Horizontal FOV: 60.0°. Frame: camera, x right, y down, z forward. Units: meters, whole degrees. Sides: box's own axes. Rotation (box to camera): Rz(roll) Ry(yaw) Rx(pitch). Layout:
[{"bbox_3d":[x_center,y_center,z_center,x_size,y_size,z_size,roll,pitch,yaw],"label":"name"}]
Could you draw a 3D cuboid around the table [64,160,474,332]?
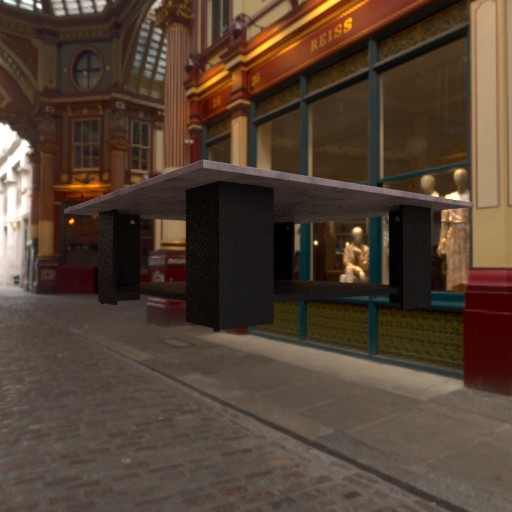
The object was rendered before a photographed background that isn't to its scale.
[{"bbox_3d":[0.000,0.000,1.353,0.890,0.305,0.890,0,-1,-37],"label":"table"}]
